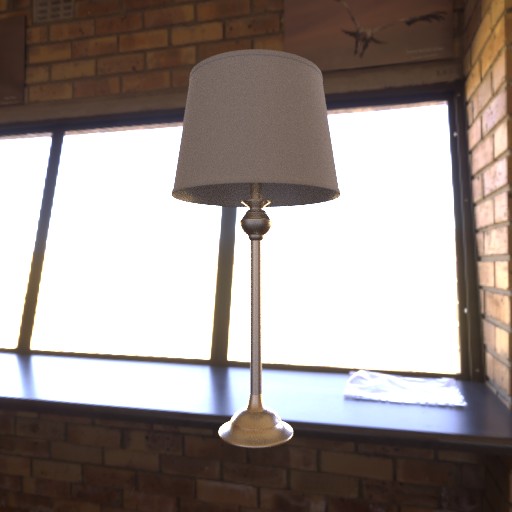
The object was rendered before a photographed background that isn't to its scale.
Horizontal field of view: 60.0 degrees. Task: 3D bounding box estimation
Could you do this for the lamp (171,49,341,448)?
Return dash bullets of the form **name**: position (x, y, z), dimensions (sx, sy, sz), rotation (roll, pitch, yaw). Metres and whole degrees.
- **lamp**: position (0.000, 0.000, 0.878), dimensions (0.331, 0.698, 0.331), rotation (0, -1, 0)
